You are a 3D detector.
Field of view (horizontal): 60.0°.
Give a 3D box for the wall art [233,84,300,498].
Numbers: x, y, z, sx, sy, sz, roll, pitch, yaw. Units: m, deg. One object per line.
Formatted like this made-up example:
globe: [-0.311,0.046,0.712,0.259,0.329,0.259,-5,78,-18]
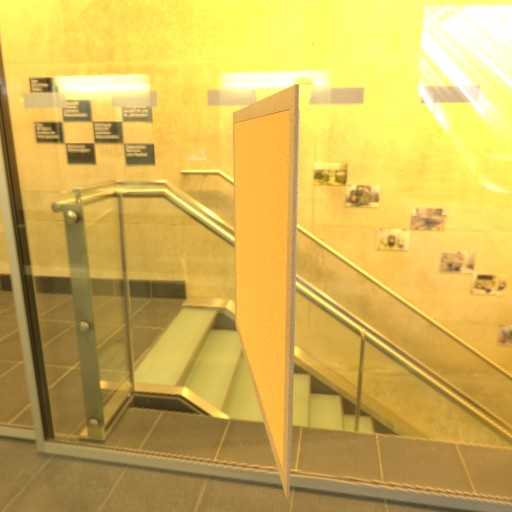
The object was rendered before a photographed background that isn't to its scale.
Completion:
wall art: [0.000,0.000,1.638,0.025,1.067,1.168,-2,15,-9]
